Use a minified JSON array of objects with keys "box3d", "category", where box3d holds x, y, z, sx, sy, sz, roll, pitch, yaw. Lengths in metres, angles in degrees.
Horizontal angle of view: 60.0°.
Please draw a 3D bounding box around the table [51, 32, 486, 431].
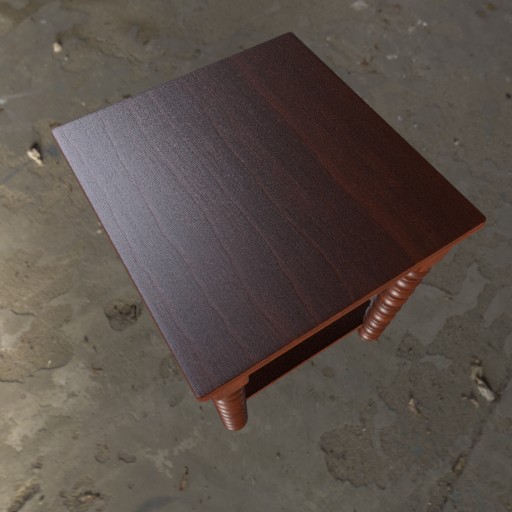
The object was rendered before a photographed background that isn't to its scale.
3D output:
[{"box3d":[0.000,0.000,0.960,0.500,0.567,0.533,-29,65,-15],"category":"table"}]
